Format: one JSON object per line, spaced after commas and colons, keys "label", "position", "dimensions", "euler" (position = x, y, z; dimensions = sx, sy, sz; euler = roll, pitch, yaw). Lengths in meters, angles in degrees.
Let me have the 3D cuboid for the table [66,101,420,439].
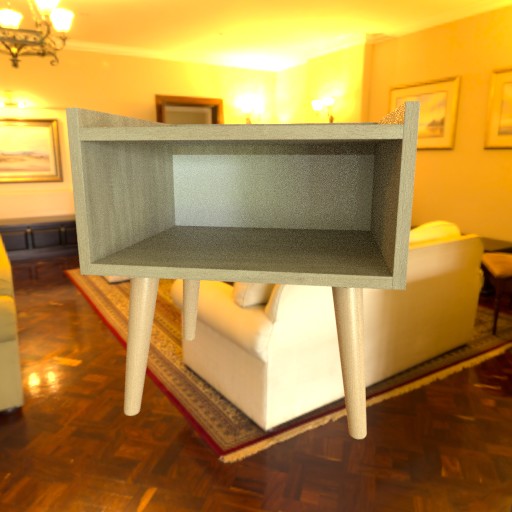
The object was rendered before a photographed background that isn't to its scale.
{"label": "table", "position": [0.000, 0.000, 0.781], "dimensions": [0.450, 0.470, 0.370], "euler": [2, 13, 9]}
